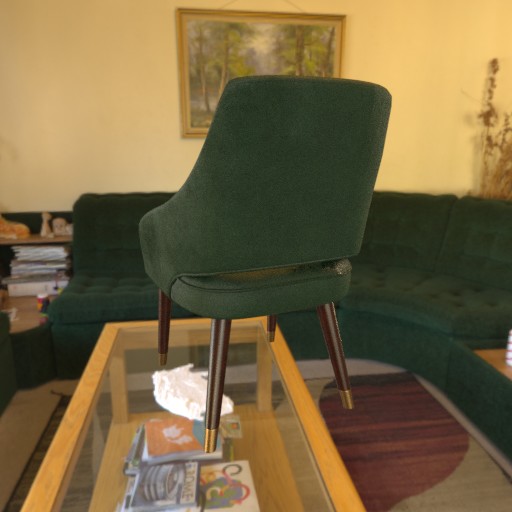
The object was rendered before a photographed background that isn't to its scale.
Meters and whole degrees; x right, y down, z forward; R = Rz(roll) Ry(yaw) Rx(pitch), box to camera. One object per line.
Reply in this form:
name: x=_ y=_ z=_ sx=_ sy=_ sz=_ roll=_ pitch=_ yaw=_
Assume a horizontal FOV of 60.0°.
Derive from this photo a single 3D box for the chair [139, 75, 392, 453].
chair: x=0.000 y=0.000 z=1.548 sx=0.683 sy=1.081 sz=0.794 roll=-7 pitch=16 yaw=-25
